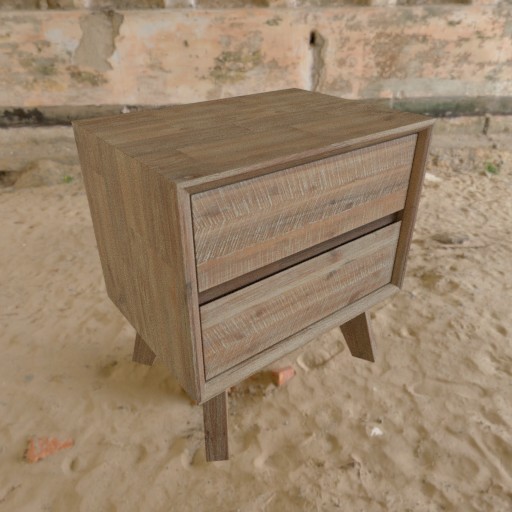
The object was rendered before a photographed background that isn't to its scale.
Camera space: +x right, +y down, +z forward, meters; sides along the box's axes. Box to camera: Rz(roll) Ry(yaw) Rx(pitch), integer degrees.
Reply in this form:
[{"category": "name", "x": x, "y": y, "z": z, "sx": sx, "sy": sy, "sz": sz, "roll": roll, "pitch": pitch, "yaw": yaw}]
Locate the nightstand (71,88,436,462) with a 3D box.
[{"category": "nightstand", "x": 0.000, "y": 0.000, "z": 0.973, "sx": 0.552, "sy": 0.589, "sz": 0.396, "roll": -21, "pitch": 37, "yaw": -32}]
